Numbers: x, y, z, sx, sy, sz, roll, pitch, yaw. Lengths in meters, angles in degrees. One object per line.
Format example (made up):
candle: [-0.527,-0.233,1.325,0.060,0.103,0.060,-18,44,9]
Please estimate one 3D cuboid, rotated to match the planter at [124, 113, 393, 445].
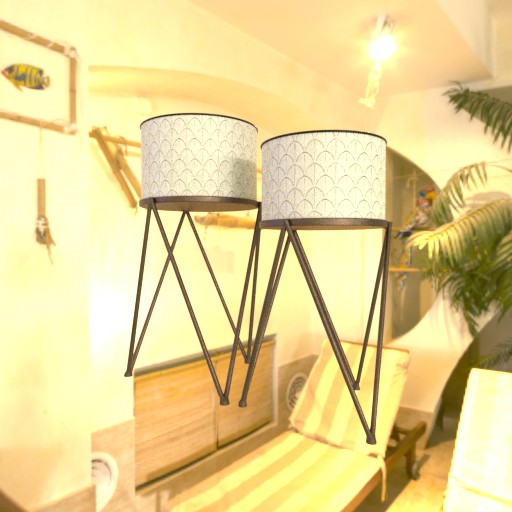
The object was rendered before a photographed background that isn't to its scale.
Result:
planter: [0.000,0.000,1.176,0.769,0.712,0.413,1,2,38]
